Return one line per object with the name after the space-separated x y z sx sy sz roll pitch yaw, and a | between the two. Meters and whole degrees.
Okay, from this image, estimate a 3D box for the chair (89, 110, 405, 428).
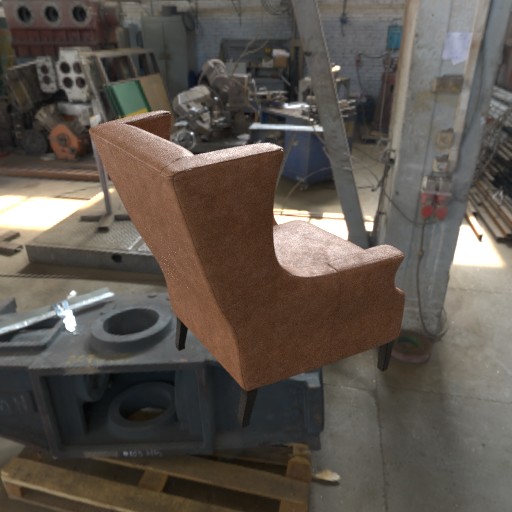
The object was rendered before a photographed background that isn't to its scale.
0.000 0.000 1.696 0.926 1.016 0.853 -17 31 -30 | chair
